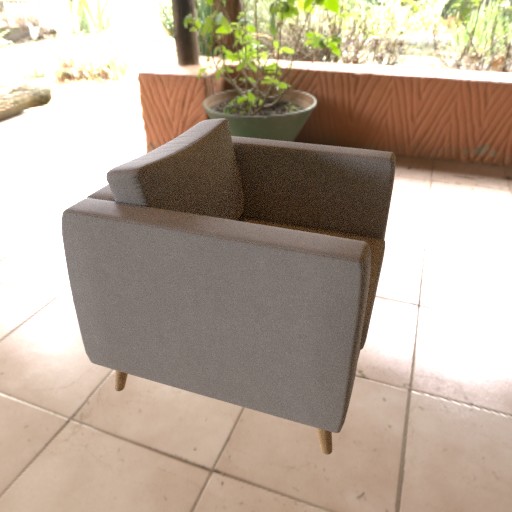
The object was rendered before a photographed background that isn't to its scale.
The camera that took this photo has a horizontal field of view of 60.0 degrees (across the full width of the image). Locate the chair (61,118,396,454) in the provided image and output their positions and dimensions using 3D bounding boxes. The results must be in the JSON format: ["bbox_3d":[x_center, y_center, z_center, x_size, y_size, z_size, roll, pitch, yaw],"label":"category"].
[{"bbox_3d":[0.000,0.000,1.715,0.930,0.860,1.000,10,32,17],"label":"chair"}]
